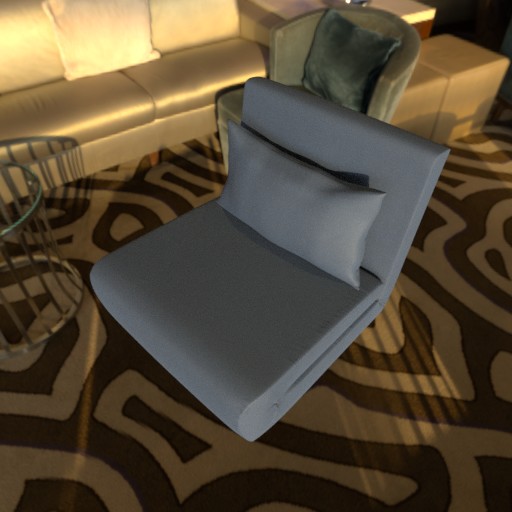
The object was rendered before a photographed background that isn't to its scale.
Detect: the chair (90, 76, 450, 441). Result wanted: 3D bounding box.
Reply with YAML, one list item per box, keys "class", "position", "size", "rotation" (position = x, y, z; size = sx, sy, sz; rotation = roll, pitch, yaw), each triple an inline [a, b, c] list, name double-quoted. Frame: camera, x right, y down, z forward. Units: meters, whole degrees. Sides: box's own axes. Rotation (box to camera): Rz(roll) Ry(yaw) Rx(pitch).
- class: "chair"
  position: [0.000, 0.000, 1.519]
  size: [0.770, 0.808, 0.900]
  rotation: [33, 53, 29]
